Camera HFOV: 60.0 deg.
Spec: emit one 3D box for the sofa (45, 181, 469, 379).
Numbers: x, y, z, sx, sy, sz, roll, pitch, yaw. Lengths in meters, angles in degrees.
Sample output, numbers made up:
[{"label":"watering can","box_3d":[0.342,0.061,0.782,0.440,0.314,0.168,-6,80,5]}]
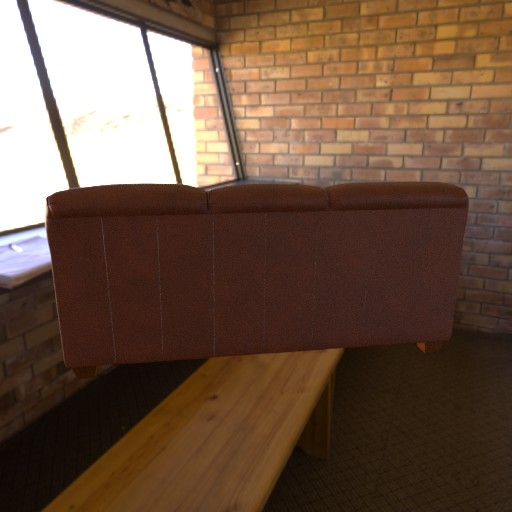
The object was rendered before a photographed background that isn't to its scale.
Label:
[{"label":"sofa","box_3d":[0.000,0.000,2.614,2.039,0.953,1.008,-2,16,-8]}]
